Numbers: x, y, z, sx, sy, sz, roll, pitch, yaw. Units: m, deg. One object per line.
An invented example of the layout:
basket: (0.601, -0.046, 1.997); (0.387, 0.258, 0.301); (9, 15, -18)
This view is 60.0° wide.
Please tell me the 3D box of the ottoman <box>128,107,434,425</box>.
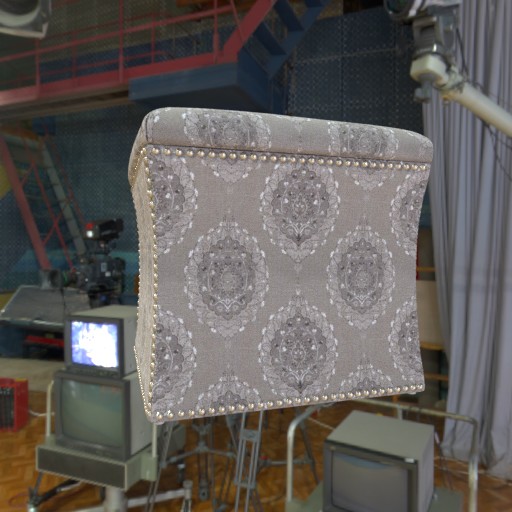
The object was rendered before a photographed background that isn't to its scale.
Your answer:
ottoman: (0.000, 0.000, 0.908); (0.497, 0.473, 0.507); (0, 1, -18)
